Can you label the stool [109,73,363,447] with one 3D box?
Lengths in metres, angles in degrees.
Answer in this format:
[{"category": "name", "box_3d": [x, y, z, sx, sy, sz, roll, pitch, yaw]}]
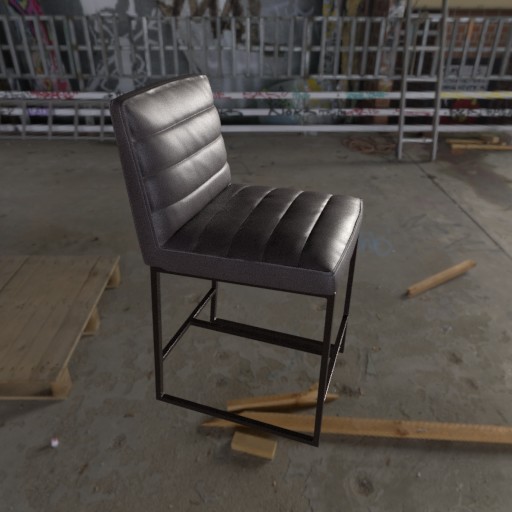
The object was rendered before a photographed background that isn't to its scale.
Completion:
[{"category": "stool", "box_3d": [0.000, 0.000, 1.307, 0.562, 0.946, 0.463, 10, 32, 17]}]
